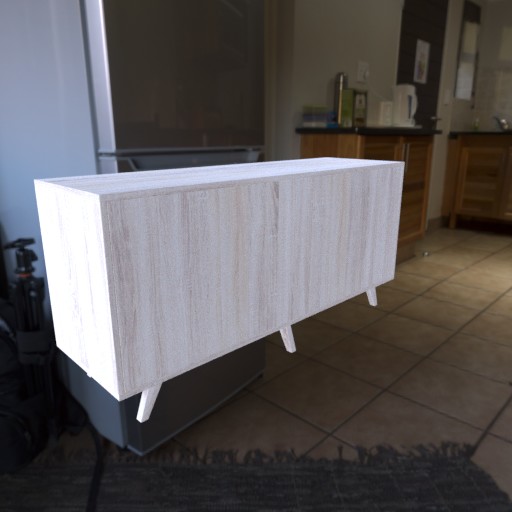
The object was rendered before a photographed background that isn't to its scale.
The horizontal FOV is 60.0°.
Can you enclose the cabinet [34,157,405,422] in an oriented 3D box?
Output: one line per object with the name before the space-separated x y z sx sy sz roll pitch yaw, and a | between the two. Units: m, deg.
cabinet | 0.000 0.000 2.016 1.650 0.780 0.500 -15 22 -42
